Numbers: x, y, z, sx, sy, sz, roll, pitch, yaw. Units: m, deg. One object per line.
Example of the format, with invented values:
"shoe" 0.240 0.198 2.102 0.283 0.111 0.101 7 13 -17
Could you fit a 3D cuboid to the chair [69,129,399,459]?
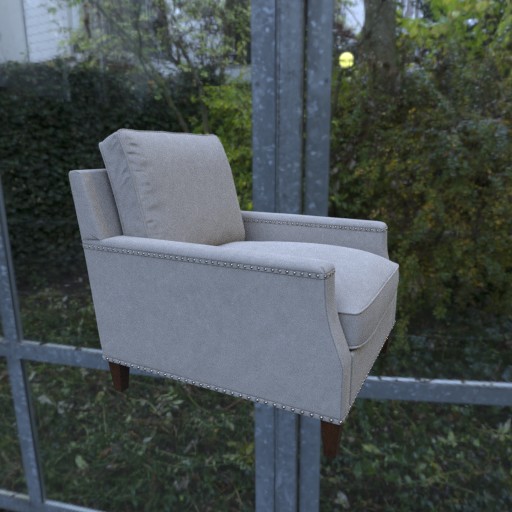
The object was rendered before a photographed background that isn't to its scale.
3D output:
"chair" 0.000 0.000 1.722 1.014 0.943 0.853 7 15 26
